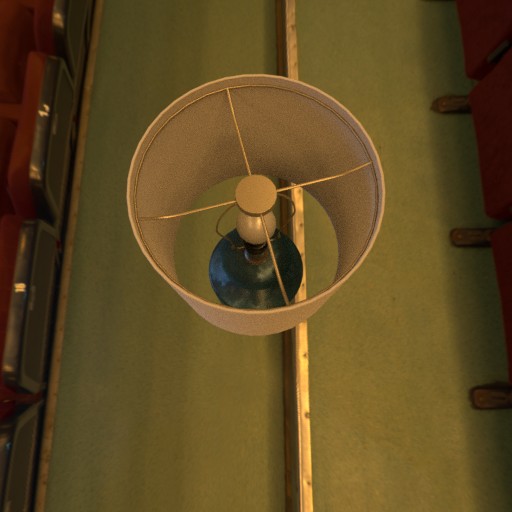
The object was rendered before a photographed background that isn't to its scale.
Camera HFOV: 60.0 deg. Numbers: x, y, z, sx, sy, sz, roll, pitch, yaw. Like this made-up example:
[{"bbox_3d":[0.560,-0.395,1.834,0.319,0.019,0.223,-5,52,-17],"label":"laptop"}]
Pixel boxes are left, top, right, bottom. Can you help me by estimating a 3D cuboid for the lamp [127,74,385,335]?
[{"bbox_3d":[0.000,0.000,0.582,0.211,0.455,0.211,-1,75,0],"label":"lamp"}]
